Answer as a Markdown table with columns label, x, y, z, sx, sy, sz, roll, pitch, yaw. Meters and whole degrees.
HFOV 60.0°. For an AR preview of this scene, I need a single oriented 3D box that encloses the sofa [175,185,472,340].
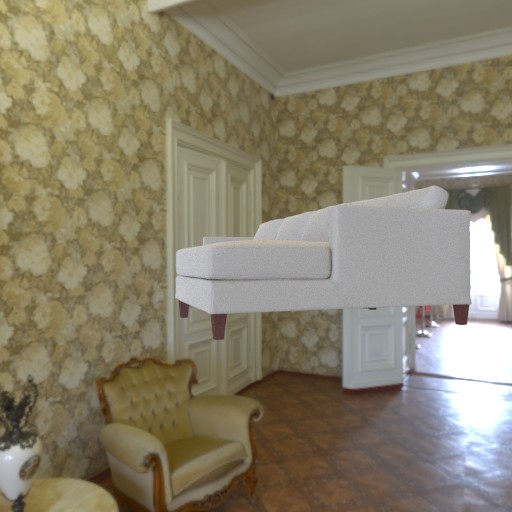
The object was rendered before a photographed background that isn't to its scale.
| label | x | y | z | sx | sy | sz | roll | pitch | yaw |
| --- | --- | --- | --- | --- | --- | --- | --- | --- | --- |
| sofa | 0.000 | 0.000 | 3.863 | 1.625 | 0.861 | 3.186 | 0 | -1 | -20 |
